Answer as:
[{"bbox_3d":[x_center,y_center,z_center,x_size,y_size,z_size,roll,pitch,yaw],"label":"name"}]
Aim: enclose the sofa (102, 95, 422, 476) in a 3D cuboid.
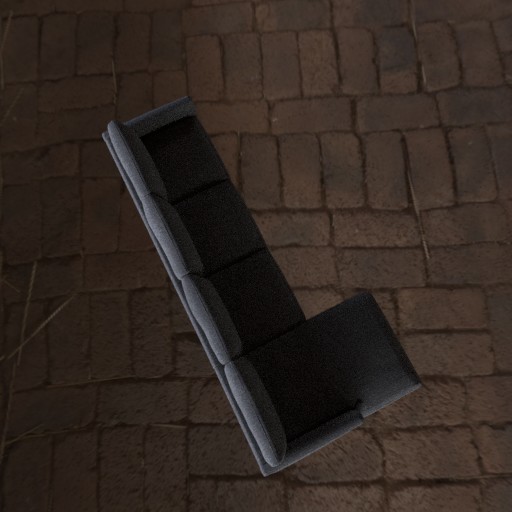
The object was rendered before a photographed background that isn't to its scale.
[{"bbox_3d":[0.000,0.000,3.541,1.350,0.810,2.932,-27,78,-6],"label":"sofa"}]
